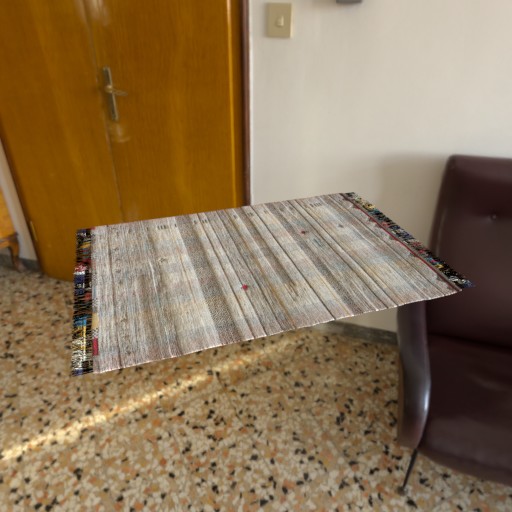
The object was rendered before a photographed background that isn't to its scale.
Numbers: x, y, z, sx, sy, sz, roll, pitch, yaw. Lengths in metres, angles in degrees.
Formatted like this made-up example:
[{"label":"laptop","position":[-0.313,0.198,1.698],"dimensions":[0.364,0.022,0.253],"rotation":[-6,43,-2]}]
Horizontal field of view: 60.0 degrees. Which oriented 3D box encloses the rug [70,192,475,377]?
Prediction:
[{"label":"rug","position":[0.000,0.000,2.356],"dimensions":[1.848,0.012,1.217],"rotation":[-10,33,-15]}]
